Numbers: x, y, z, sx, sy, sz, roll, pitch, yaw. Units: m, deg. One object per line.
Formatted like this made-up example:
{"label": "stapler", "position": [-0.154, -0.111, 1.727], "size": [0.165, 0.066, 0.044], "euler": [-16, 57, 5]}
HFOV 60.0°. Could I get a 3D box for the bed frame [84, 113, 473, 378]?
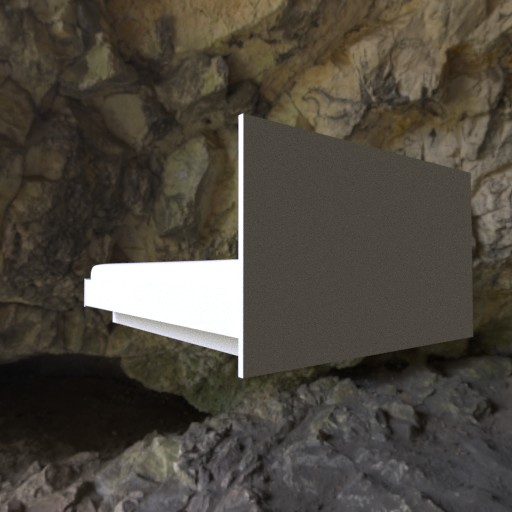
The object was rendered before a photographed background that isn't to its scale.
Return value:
{"label": "bed frame", "position": [0.000, 0.000, 3.022], "size": [1.711, 1.001, 2.100], "euler": [1, -2, -37]}
